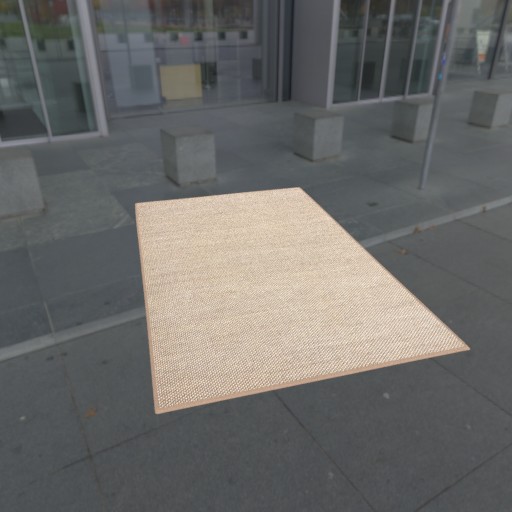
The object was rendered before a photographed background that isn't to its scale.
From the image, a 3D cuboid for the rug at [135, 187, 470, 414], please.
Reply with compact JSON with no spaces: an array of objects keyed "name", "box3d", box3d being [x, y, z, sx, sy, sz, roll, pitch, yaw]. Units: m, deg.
[{"name":"rug","box3d":[0.000,0.000,2.092,1.061,0.012,1.668,-8,29,-13]}]
